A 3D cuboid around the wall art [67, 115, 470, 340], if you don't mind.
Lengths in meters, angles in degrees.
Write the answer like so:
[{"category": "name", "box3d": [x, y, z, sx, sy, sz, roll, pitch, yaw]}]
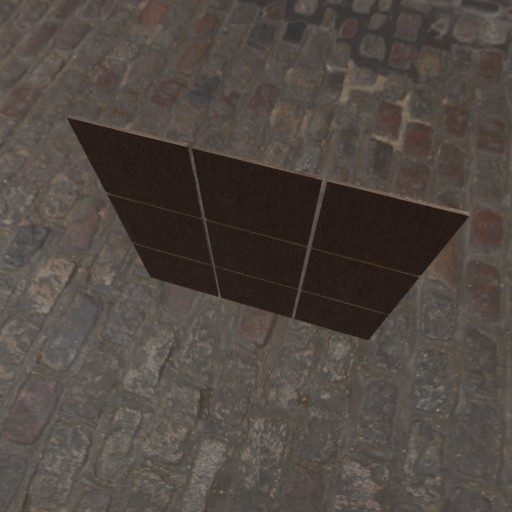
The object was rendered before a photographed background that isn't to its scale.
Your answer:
[{"category": "wall art", "box3d": [0.000, 0.000, 2.295, 1.527, 1.525, 0.014, 15, 64, 8]}]
